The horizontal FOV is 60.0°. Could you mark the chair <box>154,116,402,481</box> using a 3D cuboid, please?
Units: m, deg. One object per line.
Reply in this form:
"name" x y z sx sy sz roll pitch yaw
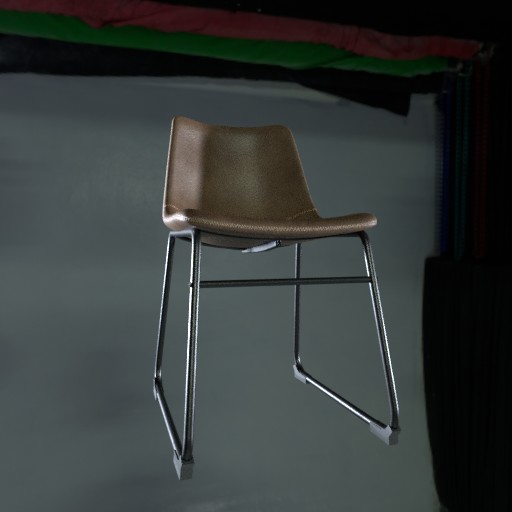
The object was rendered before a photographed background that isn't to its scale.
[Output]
"chair" 0.000 0.000 1.096 0.460 0.780 0.551 -1 2 -18
